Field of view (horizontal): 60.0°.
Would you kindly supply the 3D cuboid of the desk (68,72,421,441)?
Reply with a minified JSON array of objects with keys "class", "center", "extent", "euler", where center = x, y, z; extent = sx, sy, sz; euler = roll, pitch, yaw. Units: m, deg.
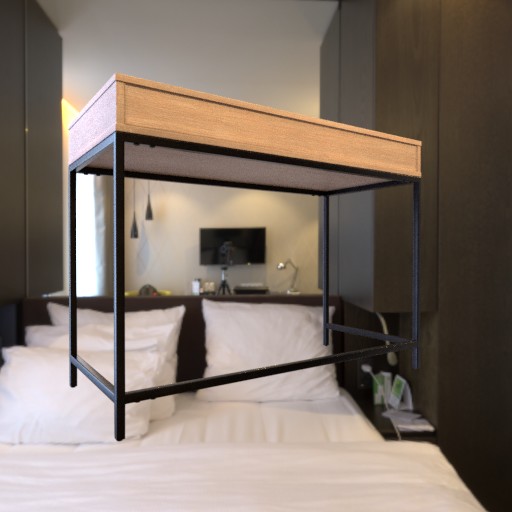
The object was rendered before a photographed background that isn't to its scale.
[{"class":"desk","center":[0.000,0.000,1.392],"extent":[1.016,0.762,0.470],"euler":[0,1,-34]}]
